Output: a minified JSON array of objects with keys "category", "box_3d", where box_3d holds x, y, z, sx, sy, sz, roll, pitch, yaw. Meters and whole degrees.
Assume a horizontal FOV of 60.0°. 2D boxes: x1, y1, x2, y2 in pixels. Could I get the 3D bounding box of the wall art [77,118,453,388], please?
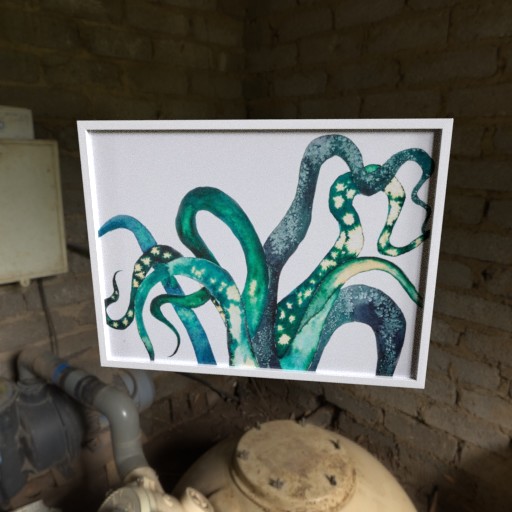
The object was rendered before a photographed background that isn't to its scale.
[{"category":"wall art","box_3d":[0.000,0.000,1.343,1.041,0.787,0.053,2,15,7]}]
